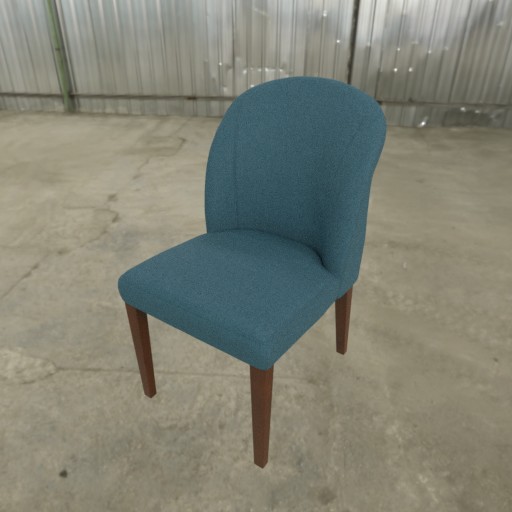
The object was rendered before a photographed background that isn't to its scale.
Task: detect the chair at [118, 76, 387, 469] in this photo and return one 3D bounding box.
[{"bbox_3d":[0.000,0.000,1.256,0.507,0.879,0.620,19,35,29],"label":"chair"}]
